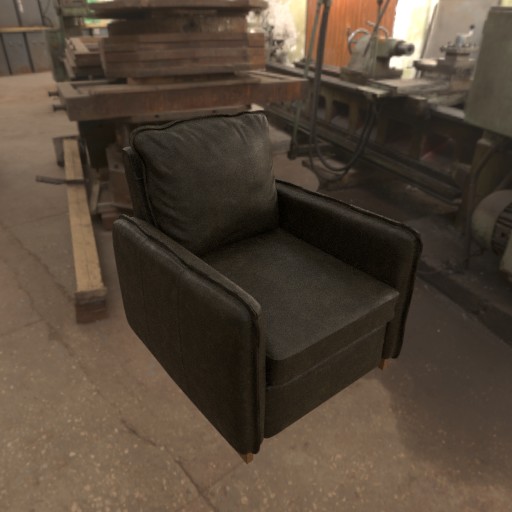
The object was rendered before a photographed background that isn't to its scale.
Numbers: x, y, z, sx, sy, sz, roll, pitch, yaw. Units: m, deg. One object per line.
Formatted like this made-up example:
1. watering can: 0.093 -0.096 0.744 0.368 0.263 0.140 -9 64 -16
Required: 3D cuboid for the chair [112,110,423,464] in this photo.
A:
1. chair: 0.000 0.000 1.659 0.830 0.921 0.921 -21 35 -32
